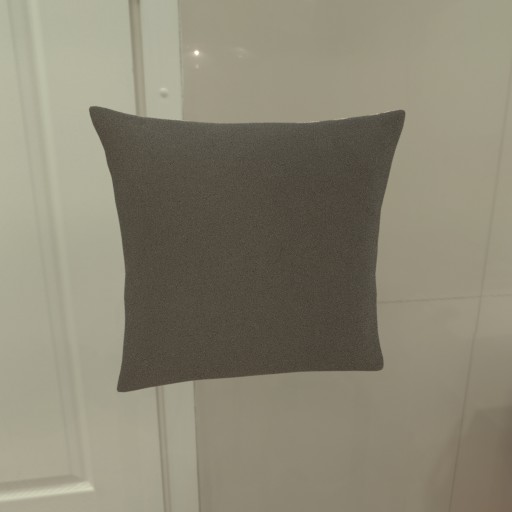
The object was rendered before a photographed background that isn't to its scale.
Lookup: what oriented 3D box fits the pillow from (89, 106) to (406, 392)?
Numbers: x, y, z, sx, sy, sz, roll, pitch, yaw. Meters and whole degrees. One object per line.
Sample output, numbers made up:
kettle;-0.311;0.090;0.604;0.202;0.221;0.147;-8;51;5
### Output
pillow;0.000;0.000;0.797;0.526;0.507;0.166;-2;15;-9
